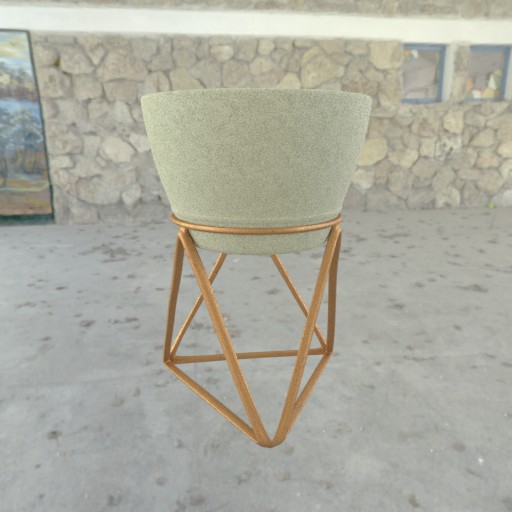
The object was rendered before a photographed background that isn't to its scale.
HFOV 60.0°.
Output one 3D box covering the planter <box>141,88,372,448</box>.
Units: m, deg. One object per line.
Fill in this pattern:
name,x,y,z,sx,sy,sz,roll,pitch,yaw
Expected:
planter,0.000,0.000,0.755,0.350,0.504,0.350,-2,15,-7
